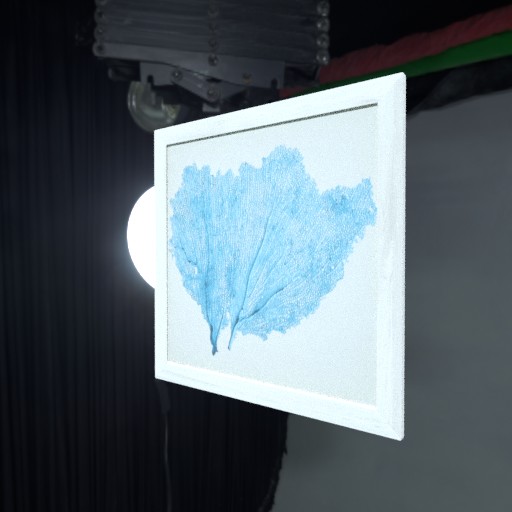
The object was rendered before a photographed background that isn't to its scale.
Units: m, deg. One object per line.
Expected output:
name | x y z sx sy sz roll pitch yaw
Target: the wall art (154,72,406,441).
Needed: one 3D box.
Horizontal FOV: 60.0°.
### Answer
wall art | 0.000 0.000 0.879 0.584 0.584 0.013 1 1 36
